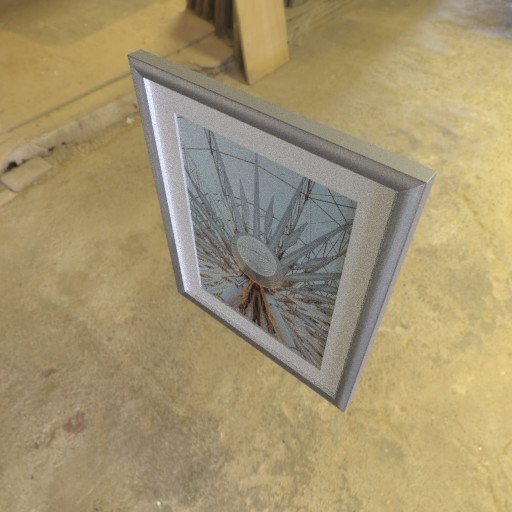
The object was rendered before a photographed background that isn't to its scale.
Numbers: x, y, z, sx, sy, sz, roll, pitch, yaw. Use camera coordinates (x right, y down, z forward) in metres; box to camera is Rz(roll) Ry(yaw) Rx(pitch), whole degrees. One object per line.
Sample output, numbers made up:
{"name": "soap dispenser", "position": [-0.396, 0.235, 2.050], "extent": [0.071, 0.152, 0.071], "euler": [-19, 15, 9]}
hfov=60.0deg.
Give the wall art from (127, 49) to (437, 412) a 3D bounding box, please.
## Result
{"name": "wall art", "position": [0.000, 0.000, 0.750], "extent": [0.458, 0.558, 0.029], "euler": [31, 55, 25]}
